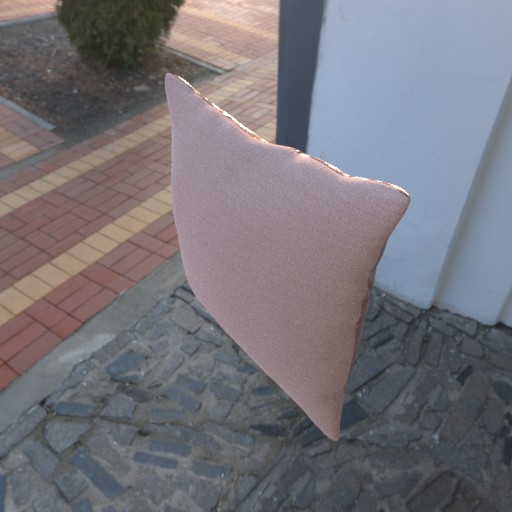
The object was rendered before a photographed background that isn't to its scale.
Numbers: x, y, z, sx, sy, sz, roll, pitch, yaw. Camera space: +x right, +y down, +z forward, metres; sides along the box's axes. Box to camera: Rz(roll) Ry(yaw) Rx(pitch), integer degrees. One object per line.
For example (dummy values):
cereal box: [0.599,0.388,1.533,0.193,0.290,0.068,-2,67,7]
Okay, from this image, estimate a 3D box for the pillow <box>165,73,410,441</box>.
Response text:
pillow: [0.000,0.000,0.715,0.175,0.464,0.470,-27,48,-27]
